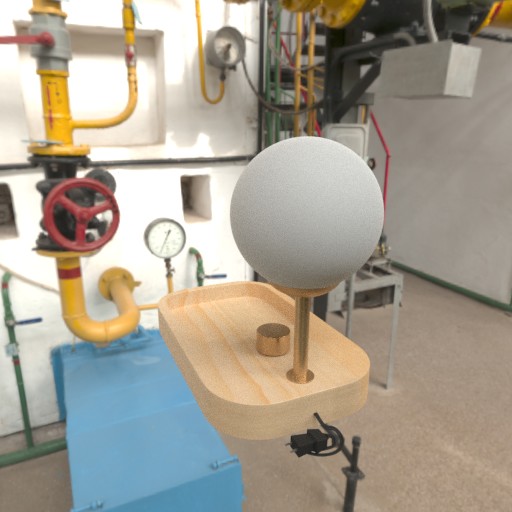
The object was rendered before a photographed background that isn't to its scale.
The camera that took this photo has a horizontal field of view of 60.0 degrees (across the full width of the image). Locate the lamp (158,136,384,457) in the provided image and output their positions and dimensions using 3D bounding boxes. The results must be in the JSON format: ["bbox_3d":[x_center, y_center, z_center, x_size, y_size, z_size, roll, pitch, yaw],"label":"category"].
[{"bbox_3d":[0.000,0.000,0.475,0.173,0.253,0.331,-7,18,-23],"label":"lamp"}]
